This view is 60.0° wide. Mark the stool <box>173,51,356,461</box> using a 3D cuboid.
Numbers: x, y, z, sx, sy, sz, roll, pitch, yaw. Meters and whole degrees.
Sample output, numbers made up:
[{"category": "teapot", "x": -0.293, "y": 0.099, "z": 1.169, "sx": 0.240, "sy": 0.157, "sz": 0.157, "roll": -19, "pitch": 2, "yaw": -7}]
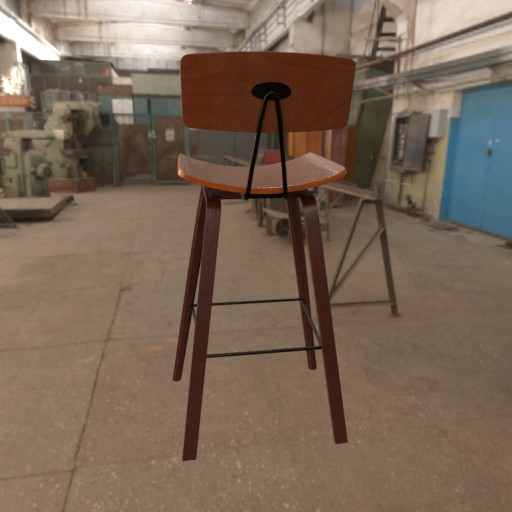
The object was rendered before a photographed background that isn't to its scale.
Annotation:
[{"category": "stool", "x": 0.000, "y": 0.000, "z": 1.226, "sx": 0.509, "sy": 0.969, "sz": 0.440, "roll": -2, "pitch": 15, "yaw": -9}]
